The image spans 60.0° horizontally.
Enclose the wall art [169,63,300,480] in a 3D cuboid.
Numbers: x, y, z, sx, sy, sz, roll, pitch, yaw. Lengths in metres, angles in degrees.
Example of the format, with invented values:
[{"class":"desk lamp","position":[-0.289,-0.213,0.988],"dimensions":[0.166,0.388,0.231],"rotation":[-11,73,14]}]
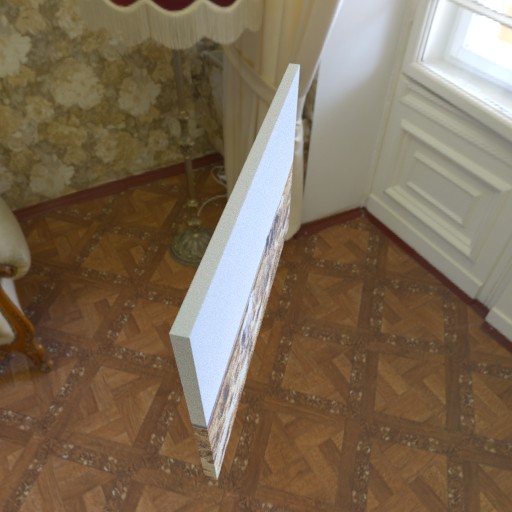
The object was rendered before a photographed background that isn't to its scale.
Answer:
[{"class":"wall art","position":[0.000,0.000,1.901],"dimensions":[0.051,1.016,1.520],"rotation":[10,47,9]}]
